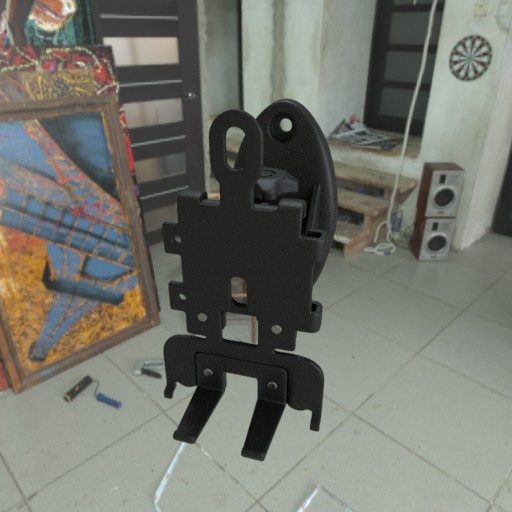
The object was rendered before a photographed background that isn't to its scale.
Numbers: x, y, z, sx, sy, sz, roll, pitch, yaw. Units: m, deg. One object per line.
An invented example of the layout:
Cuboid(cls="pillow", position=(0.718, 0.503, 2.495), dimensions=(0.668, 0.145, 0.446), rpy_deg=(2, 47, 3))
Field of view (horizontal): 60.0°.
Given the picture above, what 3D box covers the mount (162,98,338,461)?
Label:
Cuboid(cls="mount", position=(0.000, 0.000, 0.177), dimensions=(0.066, 0.118, 0.100), rpy_deg=(7, 27, 14))
